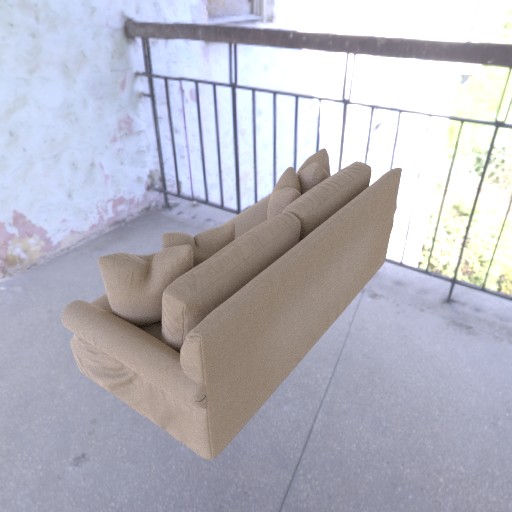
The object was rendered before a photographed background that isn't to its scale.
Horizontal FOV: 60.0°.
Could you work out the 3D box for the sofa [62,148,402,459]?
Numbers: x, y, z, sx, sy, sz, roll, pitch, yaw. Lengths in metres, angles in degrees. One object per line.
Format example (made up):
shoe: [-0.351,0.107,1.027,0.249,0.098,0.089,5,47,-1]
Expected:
sofa: [0.000,0.000,2.851,1.067,0.904,2.285,21,38,29]
